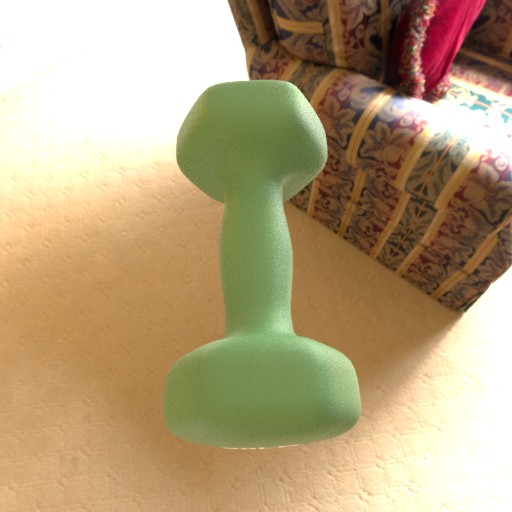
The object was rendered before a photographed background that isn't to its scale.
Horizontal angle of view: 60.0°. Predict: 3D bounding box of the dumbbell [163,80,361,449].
[{"bbox_3d":[0.000,0.000,0.322,0.126,0.114,0.257,-1,65,-1],"label":"dumbbell"}]
